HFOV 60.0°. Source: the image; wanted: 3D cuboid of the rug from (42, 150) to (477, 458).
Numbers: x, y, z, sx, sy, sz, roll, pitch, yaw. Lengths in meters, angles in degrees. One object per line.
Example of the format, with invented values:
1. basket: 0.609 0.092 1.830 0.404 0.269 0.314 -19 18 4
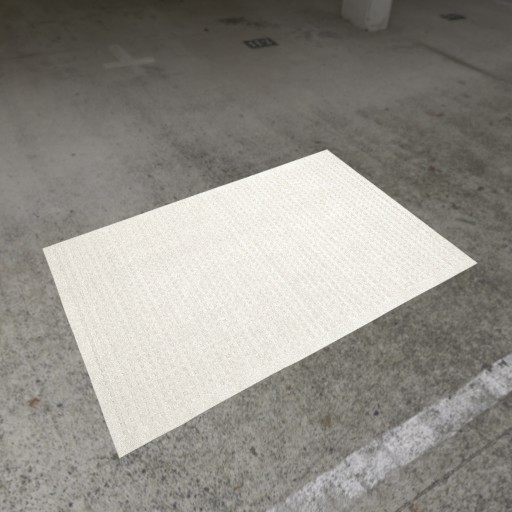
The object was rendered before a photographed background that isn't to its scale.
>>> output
1. rug: 0.000 0.000 2.795 2.289 0.006 1.523 -23 50 -21
